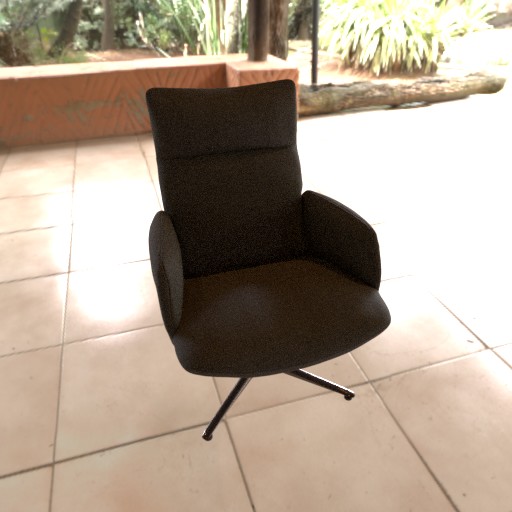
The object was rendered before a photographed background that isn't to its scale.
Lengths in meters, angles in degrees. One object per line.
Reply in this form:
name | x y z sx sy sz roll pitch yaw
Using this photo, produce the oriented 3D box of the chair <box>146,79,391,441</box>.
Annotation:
chair | 0.000 0.000 1.500 0.702 0.984 0.831 -10 33 -16
